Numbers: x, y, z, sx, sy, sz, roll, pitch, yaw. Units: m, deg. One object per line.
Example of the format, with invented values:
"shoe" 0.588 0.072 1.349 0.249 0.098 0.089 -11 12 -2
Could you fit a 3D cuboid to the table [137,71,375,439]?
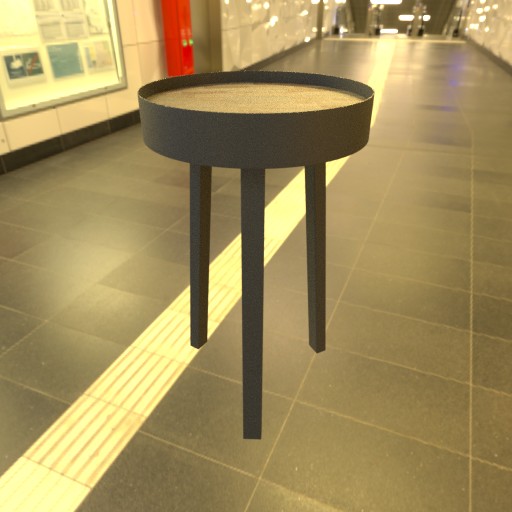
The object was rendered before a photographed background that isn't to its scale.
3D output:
"table" 0.000 0.000 0.951 0.406 0.686 0.406 2 30 3
